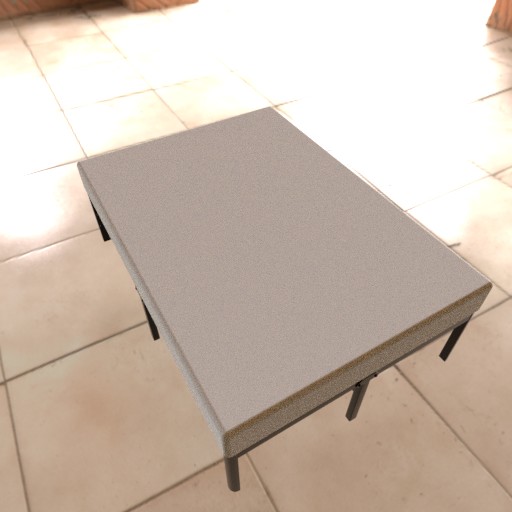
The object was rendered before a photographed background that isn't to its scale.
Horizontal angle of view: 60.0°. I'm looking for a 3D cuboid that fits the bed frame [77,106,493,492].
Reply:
[{"bbox_3d":[0.000,0.000,2.595,1.408,0.659,1.956,-23,50,-21],"label":"bed frame"}]
